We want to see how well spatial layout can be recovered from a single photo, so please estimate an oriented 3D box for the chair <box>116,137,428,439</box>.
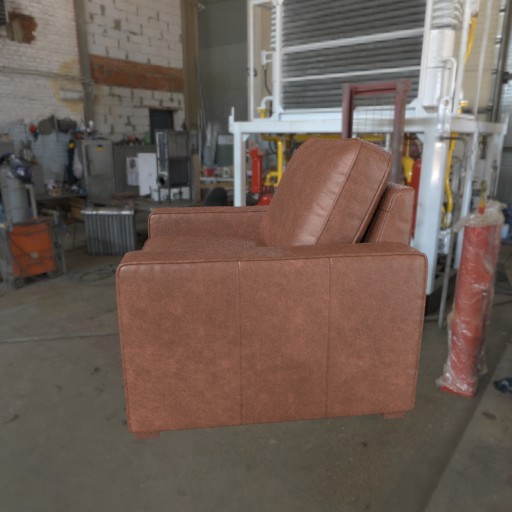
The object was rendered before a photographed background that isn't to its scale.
[{"bbox_3d":[0.000,0.000,1.770,0.940,0.919,1.017,-2,15,-7],"label":"chair"}]
